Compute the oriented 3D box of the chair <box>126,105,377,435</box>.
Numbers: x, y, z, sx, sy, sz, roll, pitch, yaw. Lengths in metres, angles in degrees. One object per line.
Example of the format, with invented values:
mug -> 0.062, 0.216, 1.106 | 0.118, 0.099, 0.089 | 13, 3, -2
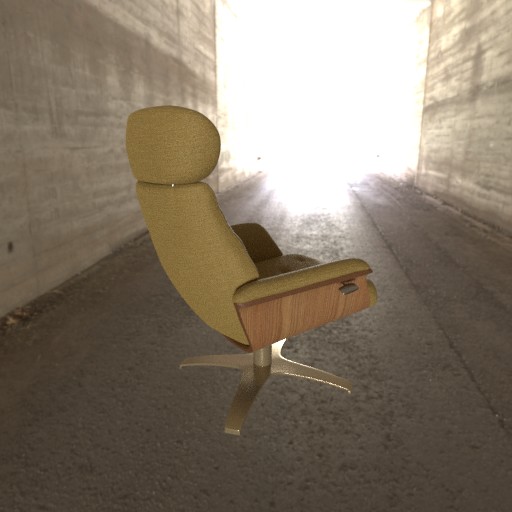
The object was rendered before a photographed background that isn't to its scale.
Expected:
chair -> 0.000, 0.000, 1.601 | 0.837, 0.995, 0.785 | -8, 16, -27
